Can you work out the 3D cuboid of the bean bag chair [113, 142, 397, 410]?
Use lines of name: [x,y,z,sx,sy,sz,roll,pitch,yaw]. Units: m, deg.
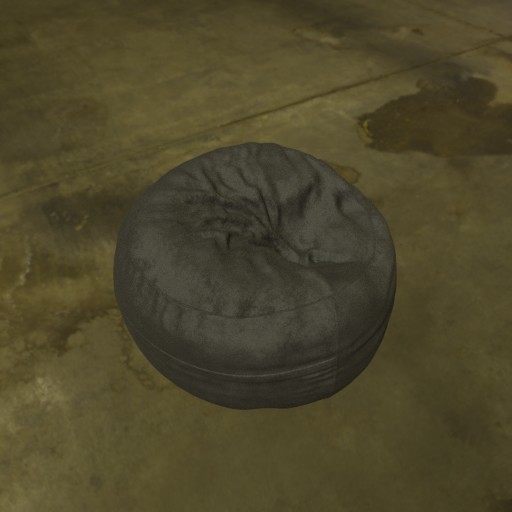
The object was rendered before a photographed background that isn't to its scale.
bean bag chair: [0.000,0.000,2.412,1.525,0.751,1.525,0,46,0]
